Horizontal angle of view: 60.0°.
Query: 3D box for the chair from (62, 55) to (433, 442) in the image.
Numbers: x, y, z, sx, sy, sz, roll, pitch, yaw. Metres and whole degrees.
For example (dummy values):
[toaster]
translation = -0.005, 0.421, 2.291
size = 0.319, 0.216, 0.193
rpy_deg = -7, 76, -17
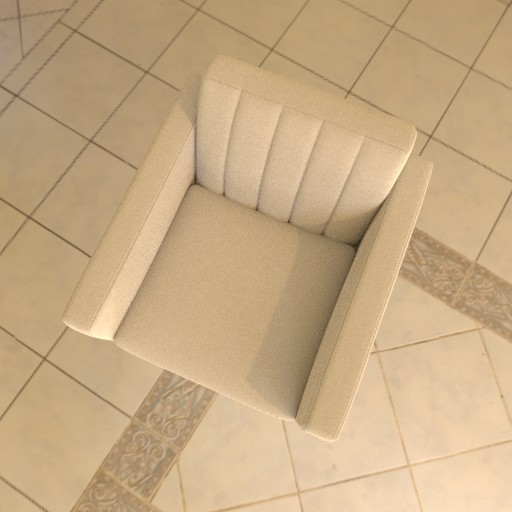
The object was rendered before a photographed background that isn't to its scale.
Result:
[chair]
translation = 0.000, 0.000, 1.649
size = 0.953, 0.819, 0.998
rpy_deg = 22, 77, 5
